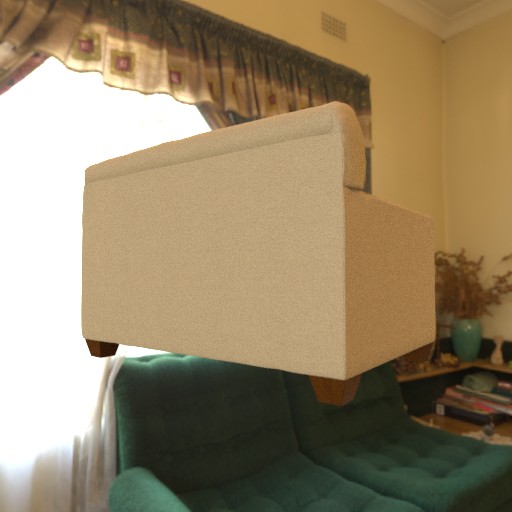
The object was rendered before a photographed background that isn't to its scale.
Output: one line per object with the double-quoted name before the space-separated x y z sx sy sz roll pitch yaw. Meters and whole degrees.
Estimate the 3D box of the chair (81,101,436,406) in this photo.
"chair" 0.000 0.000 2.084 1.383 0.948 1.000 -2 -3 37
